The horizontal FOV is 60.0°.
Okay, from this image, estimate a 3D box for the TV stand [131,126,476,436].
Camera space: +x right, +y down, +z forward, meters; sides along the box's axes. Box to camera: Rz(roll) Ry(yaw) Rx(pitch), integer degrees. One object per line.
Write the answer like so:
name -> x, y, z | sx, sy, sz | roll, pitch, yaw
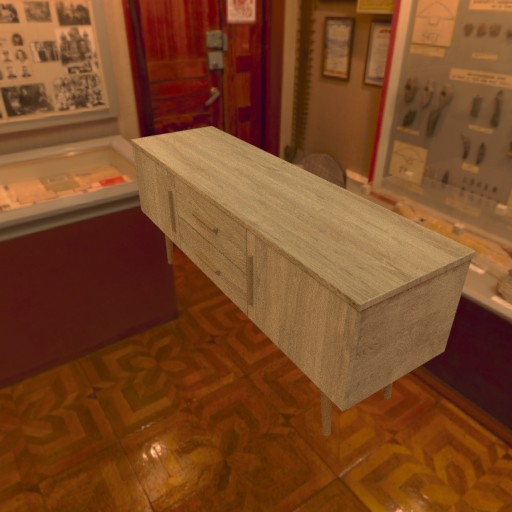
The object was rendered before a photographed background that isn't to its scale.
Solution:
TV stand -> 0.000, 0.000, 1.570 | 0.401, 0.565, 1.313 | -19, 36, -28
